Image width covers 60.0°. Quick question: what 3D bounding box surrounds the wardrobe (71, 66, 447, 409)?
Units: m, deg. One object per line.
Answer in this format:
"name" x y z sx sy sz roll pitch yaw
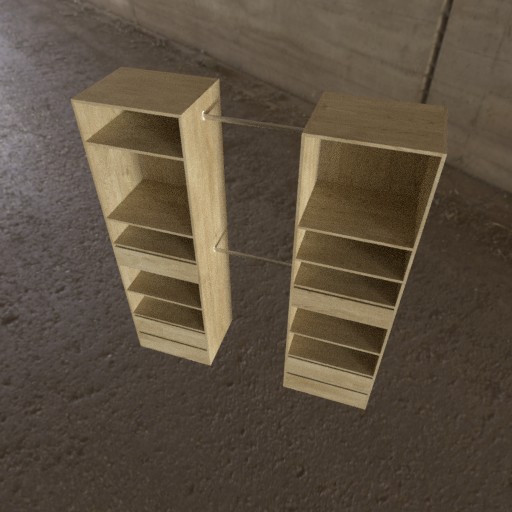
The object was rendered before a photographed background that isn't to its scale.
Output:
"wardrobe" 0.000 0.000 2.822 1.770 2.000 0.480 12 43 13
